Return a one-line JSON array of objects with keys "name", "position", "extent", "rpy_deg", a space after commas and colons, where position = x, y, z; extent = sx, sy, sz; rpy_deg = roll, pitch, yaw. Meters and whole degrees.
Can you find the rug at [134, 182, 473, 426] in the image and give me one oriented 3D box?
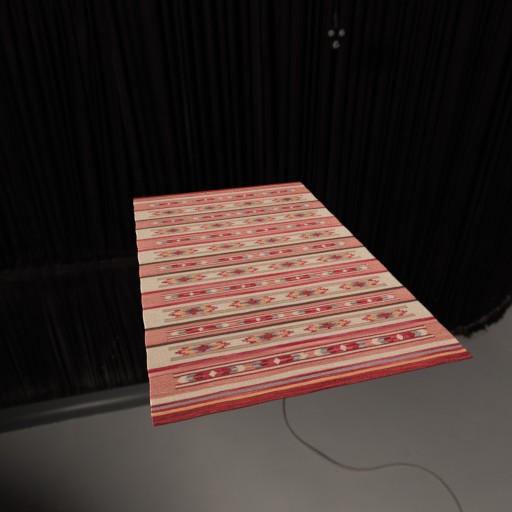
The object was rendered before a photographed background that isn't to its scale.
[{"name": "rug", "position": [0.000, 0.000, 2.992], "extent": [1.535, 0.010, 2.431], "rpy_deg": [-8, 31, -13]}]
